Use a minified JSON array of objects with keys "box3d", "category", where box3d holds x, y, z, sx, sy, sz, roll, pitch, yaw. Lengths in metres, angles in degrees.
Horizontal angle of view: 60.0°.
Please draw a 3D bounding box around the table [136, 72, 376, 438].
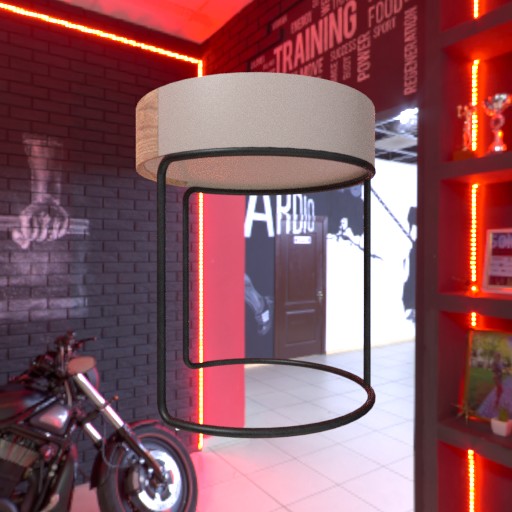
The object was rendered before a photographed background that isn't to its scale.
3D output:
[{"box3d":[0.000,0.000,0.861,0.450,0.530,0.450,0,0,0],"category":"table"}]
